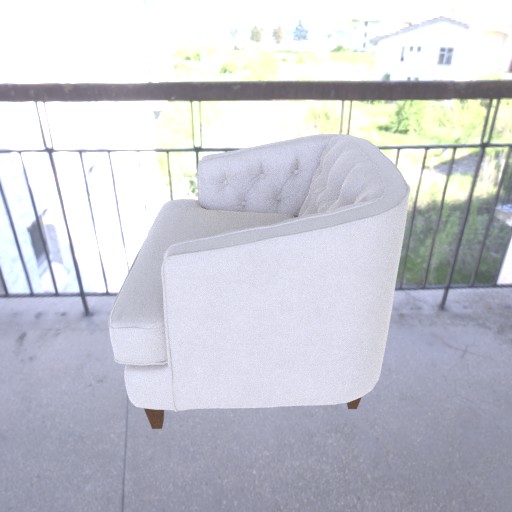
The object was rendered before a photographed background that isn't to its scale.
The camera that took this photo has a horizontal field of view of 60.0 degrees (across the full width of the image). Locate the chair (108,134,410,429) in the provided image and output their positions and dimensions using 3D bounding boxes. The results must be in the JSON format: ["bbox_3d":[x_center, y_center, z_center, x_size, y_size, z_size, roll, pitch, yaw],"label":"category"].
[{"bbox_3d":[0.000,0.000,1.802,0.941,0.852,1.104,0,27,-1],"label":"chair"}]
